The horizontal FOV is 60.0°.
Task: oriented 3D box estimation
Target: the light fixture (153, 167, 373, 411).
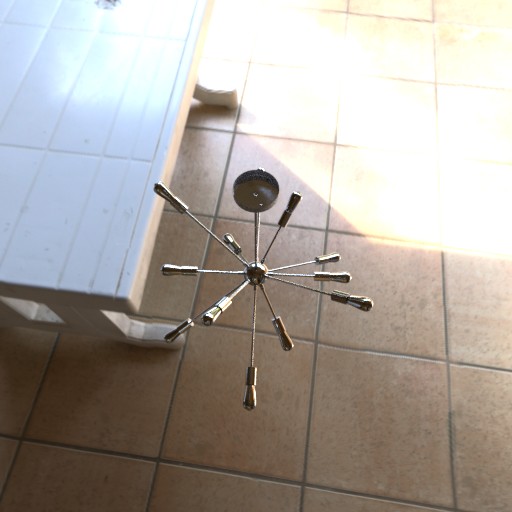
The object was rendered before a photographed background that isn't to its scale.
[{"bbox_3d":[0.000,0.000,1.067,0.509,0.558,0.684,2,64,1],"label":"light fixture"}]
